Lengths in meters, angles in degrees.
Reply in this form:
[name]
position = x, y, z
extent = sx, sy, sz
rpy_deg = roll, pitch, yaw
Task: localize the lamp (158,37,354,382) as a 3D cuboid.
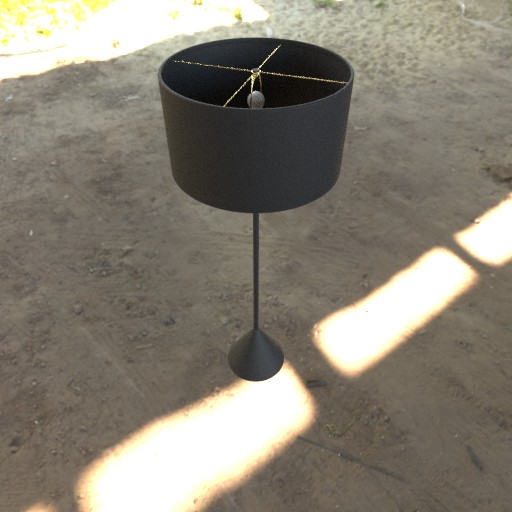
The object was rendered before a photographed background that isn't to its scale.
[lamp]
position = 0.000, 0.000, 1.837
extent = 0.580, 1.526, 0.580
rpy_deg = 13, 44, 14
